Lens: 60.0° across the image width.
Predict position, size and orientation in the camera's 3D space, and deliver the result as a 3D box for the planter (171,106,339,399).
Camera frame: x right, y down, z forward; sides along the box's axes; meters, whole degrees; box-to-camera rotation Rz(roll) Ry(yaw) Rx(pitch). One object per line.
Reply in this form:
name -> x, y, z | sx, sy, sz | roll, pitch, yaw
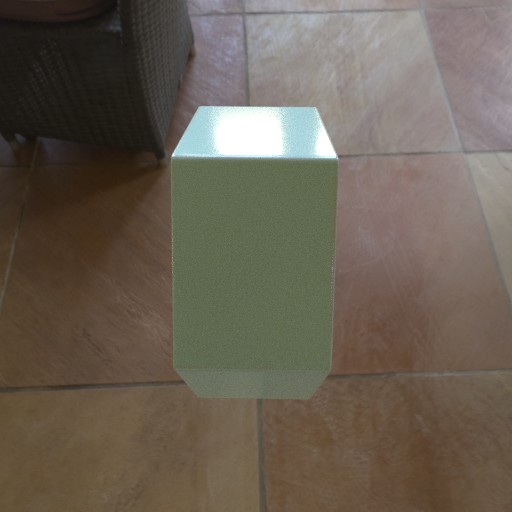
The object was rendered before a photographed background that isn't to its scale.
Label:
planter -> 0.000, 0.000, 0.294 | 0.078, 0.207, 0.169 | 1, 64, 0
